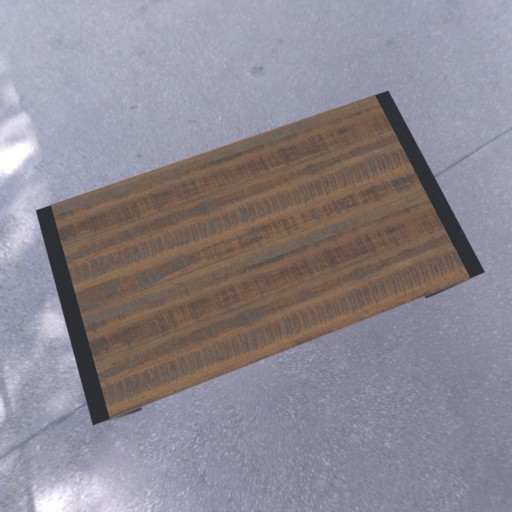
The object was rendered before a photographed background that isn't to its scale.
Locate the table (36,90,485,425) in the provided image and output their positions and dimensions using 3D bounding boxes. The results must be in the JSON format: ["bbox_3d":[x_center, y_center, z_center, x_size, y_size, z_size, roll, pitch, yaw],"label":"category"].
[{"bbox_3d":[0.000,0.000,1.698,1.350,0.400,0.750,-20,76,-5],"label":"table"}]
